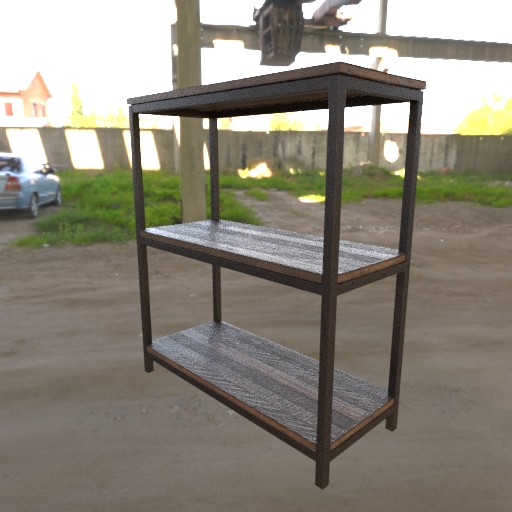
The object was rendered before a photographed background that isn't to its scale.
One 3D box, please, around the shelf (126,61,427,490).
[{"bbox_3d":[0.000,0.000,1.346,0.352,0.947,0.822,-12,18,-42],"label":"shelf"}]
